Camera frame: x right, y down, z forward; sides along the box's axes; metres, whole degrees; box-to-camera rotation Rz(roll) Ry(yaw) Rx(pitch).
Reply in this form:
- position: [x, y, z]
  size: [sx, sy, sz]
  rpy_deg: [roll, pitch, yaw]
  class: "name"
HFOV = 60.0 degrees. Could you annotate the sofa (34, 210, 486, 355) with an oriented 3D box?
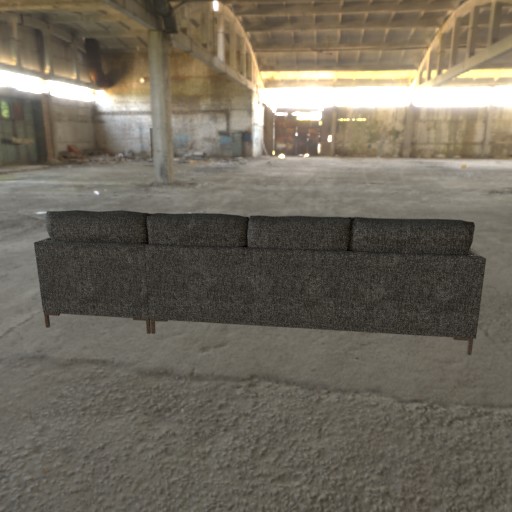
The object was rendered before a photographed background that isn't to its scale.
- position: [0.000, 0.000, 4.010]
  size: [3.384, 0.970, 1.488]
  rpy_deg: [2, 15, 8]
  class: "sofa"
